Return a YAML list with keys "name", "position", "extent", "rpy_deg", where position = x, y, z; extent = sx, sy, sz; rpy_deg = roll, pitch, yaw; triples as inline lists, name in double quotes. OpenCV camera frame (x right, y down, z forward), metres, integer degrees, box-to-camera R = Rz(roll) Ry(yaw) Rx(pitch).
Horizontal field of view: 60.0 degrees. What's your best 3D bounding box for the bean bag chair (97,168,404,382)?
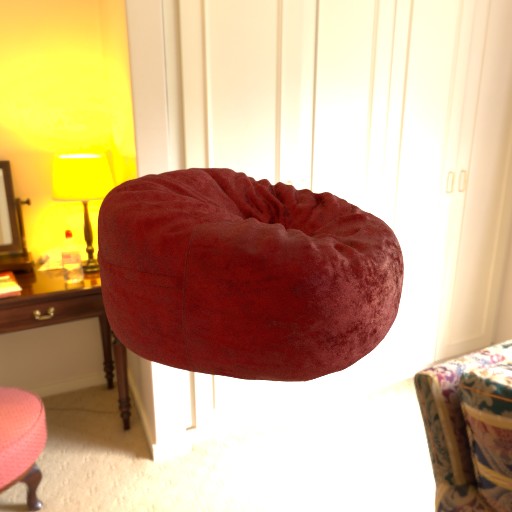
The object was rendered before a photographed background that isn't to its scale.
- name: "bean bag chair"
  position: [0.000, 0.000, 2.393]
  extent: [1.524, 0.878, 1.524]
  rpy_deg: [8, 17, 25]
